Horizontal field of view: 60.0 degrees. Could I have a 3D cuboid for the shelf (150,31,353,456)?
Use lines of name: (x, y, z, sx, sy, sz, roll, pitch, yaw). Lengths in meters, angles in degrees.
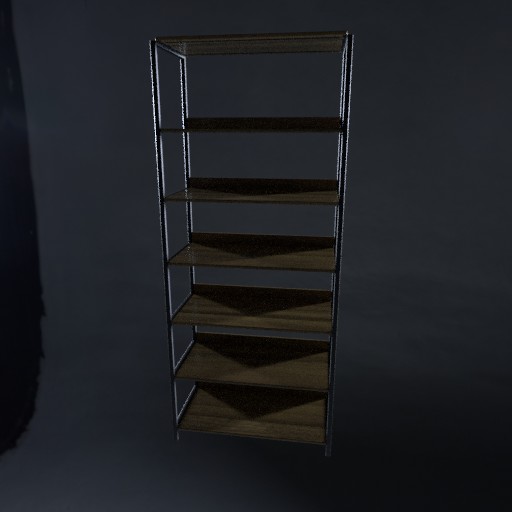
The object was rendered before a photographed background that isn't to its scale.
shelf: (0.000, 0.000, 2.298, 0.847, 2.015, 0.431, 2, 16, 8)
